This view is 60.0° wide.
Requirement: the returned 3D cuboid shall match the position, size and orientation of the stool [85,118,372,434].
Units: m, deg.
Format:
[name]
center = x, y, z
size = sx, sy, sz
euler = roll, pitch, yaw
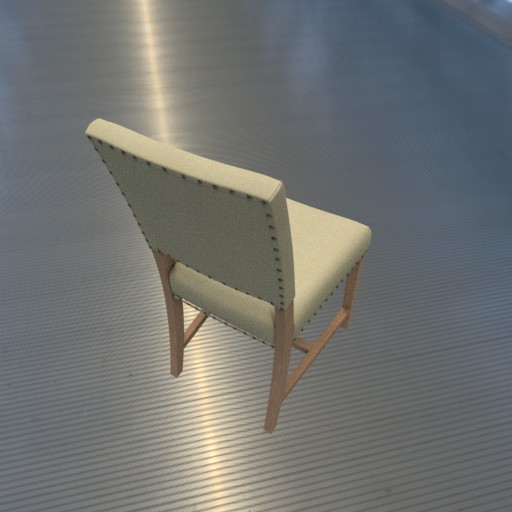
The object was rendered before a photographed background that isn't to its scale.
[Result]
[stool]
center = 0.000, 0.000, 1.315
size = 0.508, 0.986, 0.623
euler = 23, 49, 22
